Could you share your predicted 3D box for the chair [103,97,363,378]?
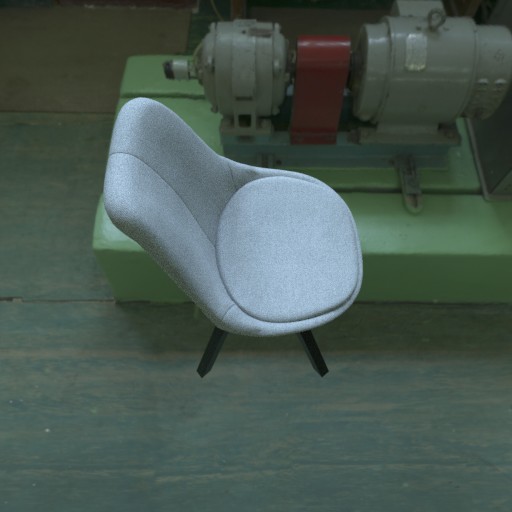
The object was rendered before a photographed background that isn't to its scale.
[{"bbox_3d":[0.000,0.000,1.183,0.550,0.850,0.485,-1,63,0],"label":"chair"}]
